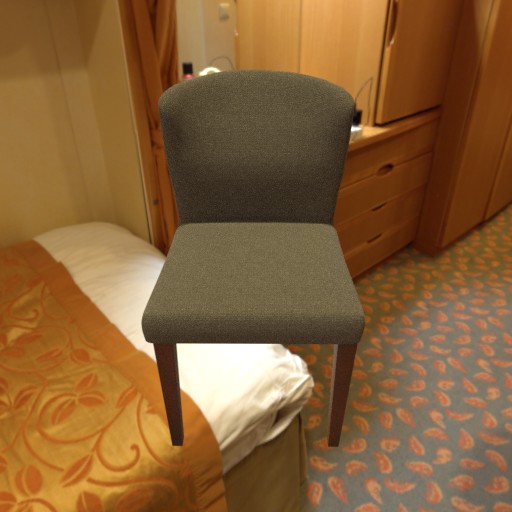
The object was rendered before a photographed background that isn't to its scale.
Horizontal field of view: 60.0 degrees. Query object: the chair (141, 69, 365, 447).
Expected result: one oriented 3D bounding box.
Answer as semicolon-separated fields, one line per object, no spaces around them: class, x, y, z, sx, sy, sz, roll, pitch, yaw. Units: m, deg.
chair;0.000;0.000;1.170;0.491;0.839;0.589;0;31;0
